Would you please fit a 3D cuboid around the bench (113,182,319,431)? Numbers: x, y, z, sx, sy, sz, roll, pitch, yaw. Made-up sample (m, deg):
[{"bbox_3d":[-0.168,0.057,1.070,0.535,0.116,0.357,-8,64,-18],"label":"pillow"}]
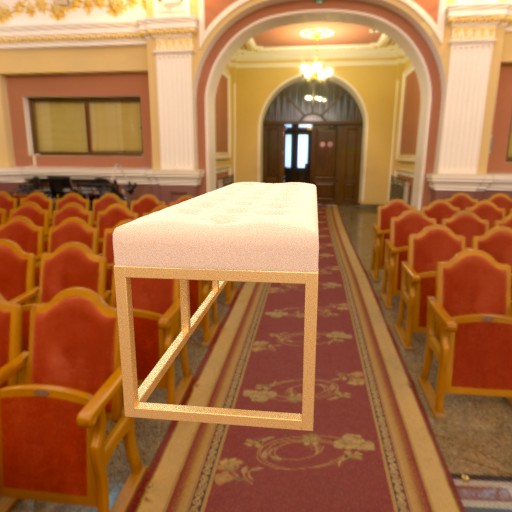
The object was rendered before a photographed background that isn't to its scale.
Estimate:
[{"bbox_3d":[0.000,0.000,1.710,0.457,0.484,1.473,2,13,7],"label":"bench"}]
